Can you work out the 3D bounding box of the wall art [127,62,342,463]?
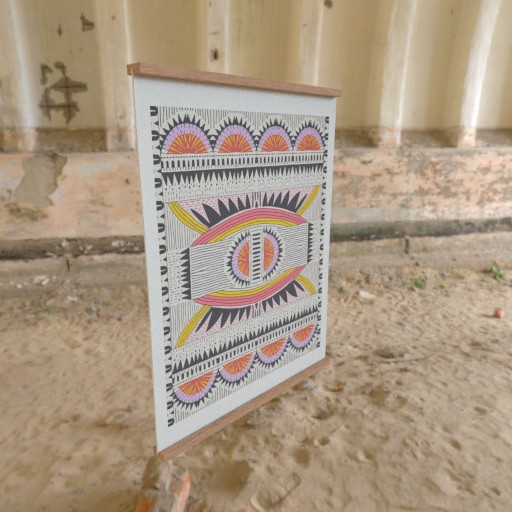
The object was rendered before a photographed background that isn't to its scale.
[{"bbox_3d":[0.000,0.000,0.709,0.028,0.527,0.403,14,20,43],"label":"wall art"}]
